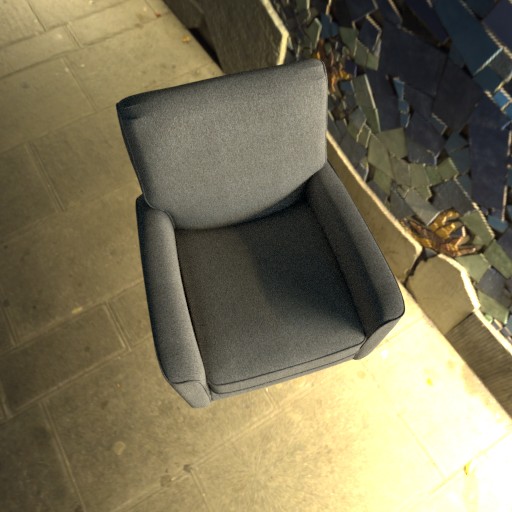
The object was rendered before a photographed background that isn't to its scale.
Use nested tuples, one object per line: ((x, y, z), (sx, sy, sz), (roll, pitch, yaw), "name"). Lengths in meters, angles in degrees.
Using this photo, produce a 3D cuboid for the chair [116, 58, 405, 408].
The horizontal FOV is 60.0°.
((0.000, 0.000, 1.657), (0.841, 1.028, 0.858), (-15, 65, -7), "chair")
